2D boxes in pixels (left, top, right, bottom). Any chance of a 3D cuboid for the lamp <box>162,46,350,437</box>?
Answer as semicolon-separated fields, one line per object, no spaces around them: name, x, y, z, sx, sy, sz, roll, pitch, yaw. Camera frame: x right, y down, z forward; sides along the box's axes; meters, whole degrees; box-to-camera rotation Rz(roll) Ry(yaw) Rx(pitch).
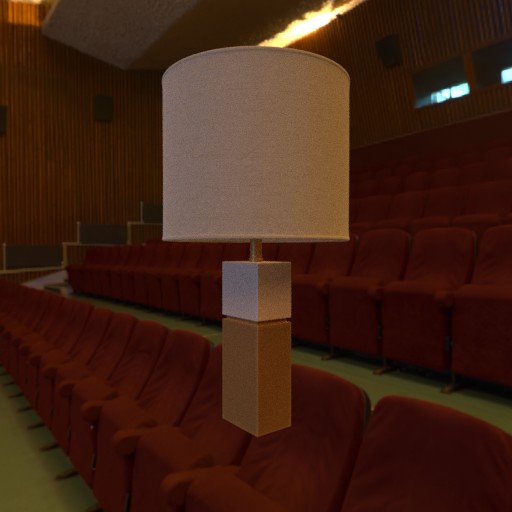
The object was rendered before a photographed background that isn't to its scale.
lamp;0.000;0.000;0.553;0.229;0.417;0.229;-1;1;-38
